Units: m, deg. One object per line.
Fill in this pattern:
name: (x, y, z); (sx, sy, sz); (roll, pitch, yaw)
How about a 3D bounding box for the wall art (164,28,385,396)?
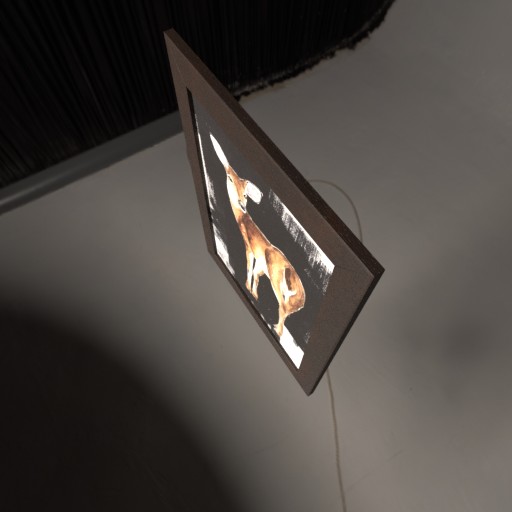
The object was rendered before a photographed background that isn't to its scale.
wall art: (0.000, 0.000, 0.647); (0.013, 0.508, 0.359); (-30, 66, -15)
